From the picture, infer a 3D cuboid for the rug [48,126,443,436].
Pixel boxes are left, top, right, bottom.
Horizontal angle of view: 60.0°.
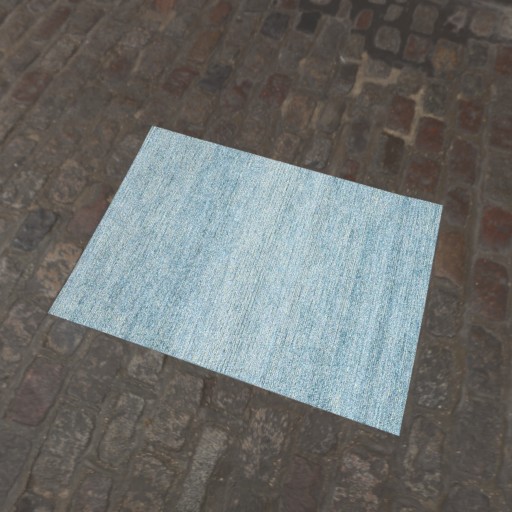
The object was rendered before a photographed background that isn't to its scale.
[{"bbox_3d":[0.000,0.000,2.970,2.260,0.026,1.611,17,66,8],"label":"rug"}]
